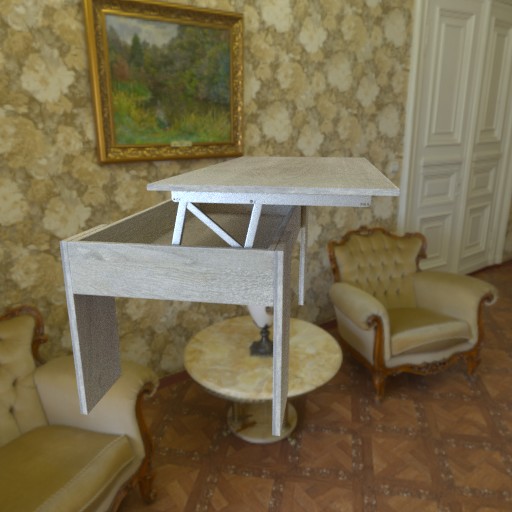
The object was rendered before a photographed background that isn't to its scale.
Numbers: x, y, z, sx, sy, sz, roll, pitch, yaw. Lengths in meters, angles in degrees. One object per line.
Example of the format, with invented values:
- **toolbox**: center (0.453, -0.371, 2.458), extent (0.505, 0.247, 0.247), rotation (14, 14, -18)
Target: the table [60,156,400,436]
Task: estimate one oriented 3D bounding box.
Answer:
- **table**: center (0.000, 0.000, 1.429), extent (0.711, 0.570, 1.000), rotation (3, 16, 9)
